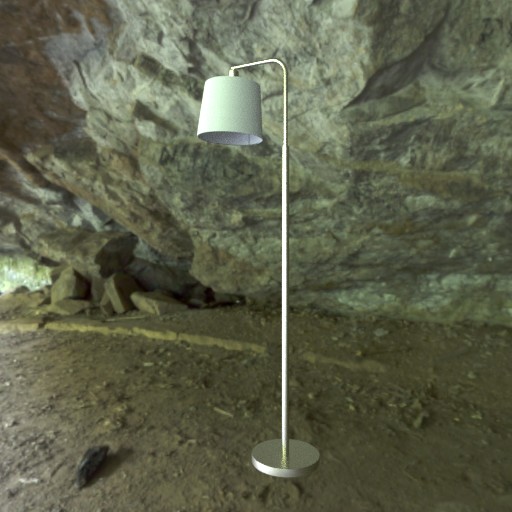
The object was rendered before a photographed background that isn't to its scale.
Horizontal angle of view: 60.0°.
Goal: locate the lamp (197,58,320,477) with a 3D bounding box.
[{"bbox_3d":[0.000,0.000,1.673,0.508,1.478,0.254,0,1,35],"label":"lamp"}]
